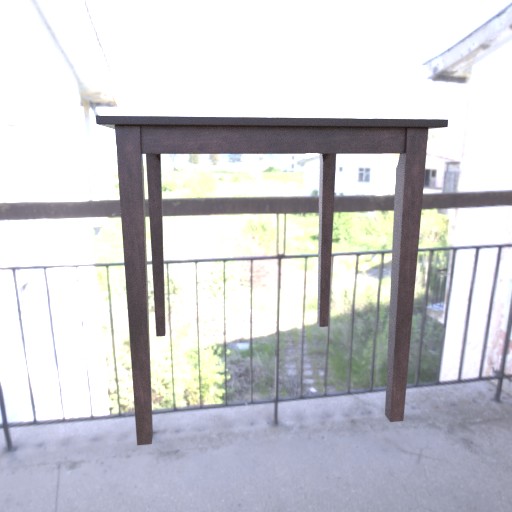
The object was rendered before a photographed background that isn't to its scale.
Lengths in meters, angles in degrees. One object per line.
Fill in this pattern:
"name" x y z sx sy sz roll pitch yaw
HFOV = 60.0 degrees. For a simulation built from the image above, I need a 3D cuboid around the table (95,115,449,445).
"table" 0.000 0.000 1.373 0.749 0.770 0.749 -2 13 -8
